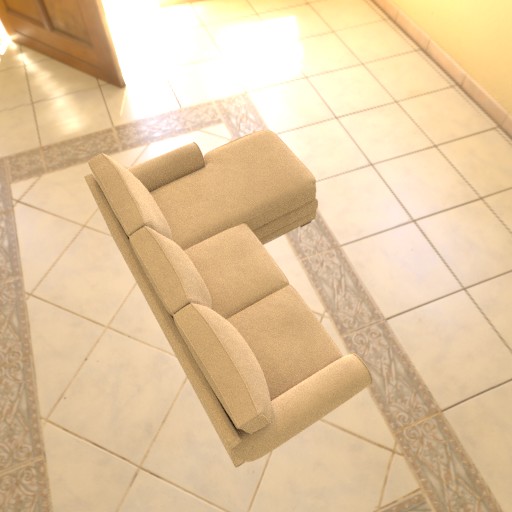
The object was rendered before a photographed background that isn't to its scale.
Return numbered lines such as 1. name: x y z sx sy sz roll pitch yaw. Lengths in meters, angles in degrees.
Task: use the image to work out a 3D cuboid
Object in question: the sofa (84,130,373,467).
1. sofa: 0.000 0.000 2.423 1.226 0.734 1.770 -27 61 -16
